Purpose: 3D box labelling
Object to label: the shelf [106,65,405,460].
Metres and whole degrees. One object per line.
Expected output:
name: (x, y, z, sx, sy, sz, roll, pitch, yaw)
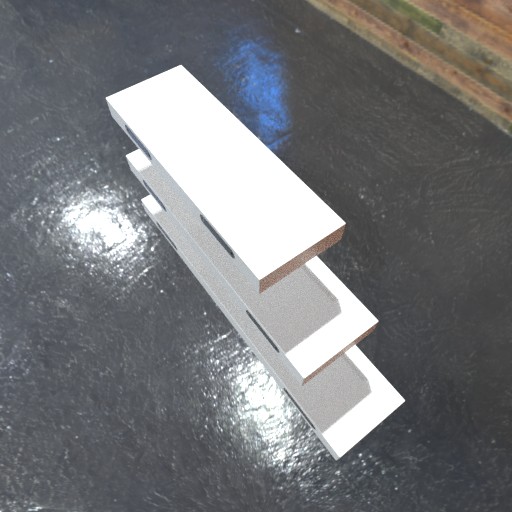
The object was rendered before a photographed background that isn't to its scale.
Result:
shelf: (0.000, 0.000, 0.718, 0.140, 0.293, 0.610, -32, 64, -18)
